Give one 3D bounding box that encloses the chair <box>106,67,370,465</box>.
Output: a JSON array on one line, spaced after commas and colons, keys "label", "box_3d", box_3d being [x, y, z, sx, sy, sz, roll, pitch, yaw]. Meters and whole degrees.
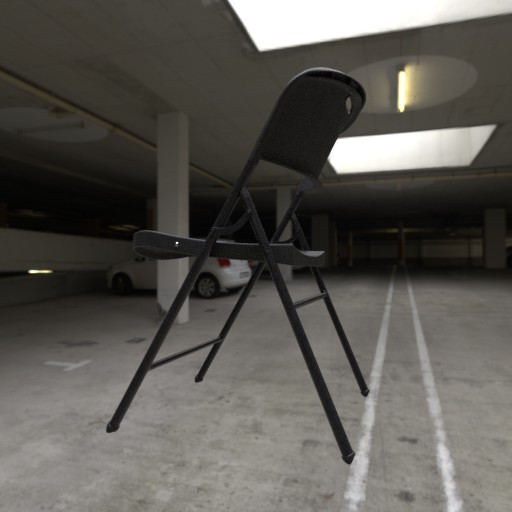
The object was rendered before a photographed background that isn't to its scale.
[{"label": "chair", "box_3d": [0.000, 0.000, 1.163, 0.566, 0.810, 0.494, 0, -2, 18]}]
